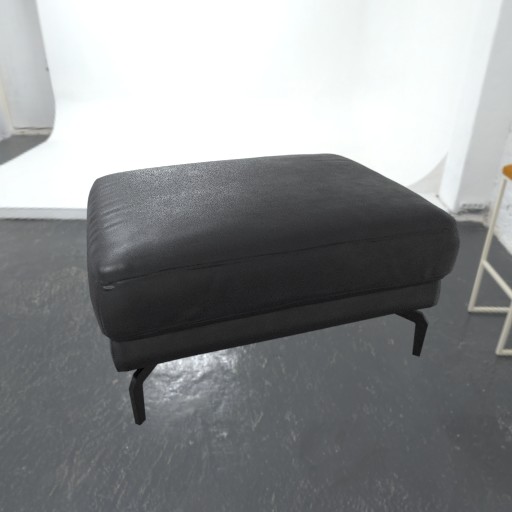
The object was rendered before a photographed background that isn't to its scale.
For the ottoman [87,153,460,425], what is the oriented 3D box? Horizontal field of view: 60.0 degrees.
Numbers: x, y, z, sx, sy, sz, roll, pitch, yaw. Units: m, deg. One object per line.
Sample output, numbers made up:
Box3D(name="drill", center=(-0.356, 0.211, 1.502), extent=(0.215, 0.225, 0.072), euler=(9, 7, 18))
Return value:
Box3D(name="ottoman", center=(0.000, 0.000, 1.108), extent=(0.764, 0.402, 0.570), euler=(-9, 29, -16))
